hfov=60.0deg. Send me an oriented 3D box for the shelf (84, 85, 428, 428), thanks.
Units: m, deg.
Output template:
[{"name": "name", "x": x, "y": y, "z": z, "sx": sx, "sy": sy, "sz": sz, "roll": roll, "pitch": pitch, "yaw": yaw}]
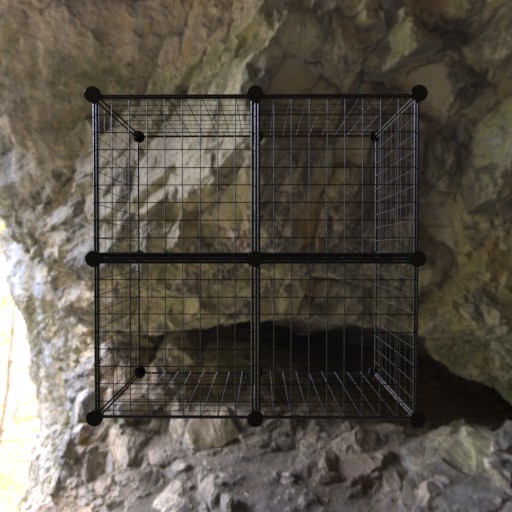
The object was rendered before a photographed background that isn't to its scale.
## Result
[{"name": "shelf", "x": 0.000, "y": 0.000, "z": 1.100, "sx": 0.711, "sy": 0.711, "sz": 0.356, "roll": 0, "pitch": 1, "yaw": 1}]
